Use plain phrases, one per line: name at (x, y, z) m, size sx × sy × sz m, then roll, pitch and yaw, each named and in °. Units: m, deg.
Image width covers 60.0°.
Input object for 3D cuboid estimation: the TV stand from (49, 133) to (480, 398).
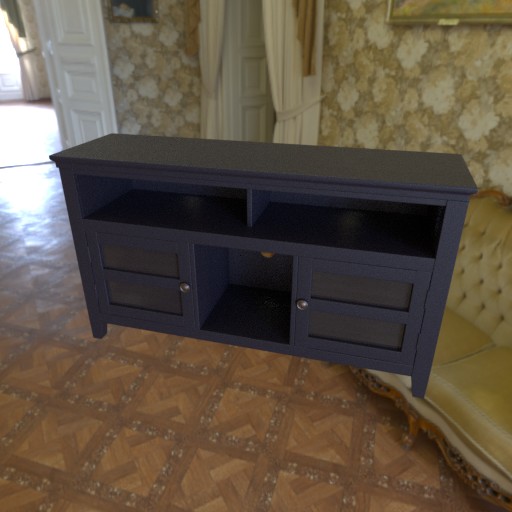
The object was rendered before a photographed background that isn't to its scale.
TV stand at (0.000, 0.000, 1.486) m, size 1.198 × 0.681 × 0.347 m, roll 7°, pitch 27°, yaw 14°
